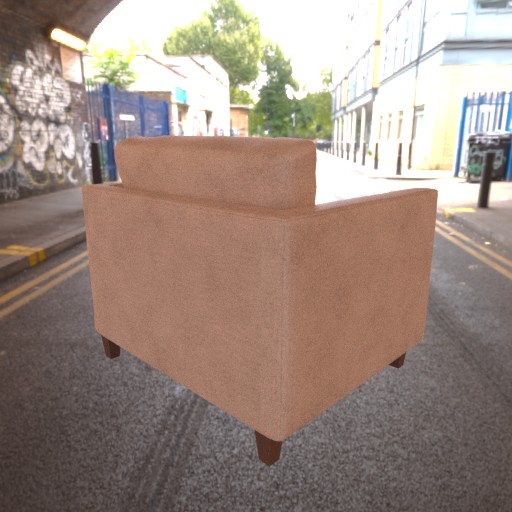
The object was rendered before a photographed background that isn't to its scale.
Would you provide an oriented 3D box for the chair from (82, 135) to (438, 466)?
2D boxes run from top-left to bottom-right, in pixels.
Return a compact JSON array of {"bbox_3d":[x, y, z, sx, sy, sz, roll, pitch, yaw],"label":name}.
[{"bbox_3d":[0.000,0.000,1.830,1.133,0.961,0.959,14,20,42],"label":"chair"}]
